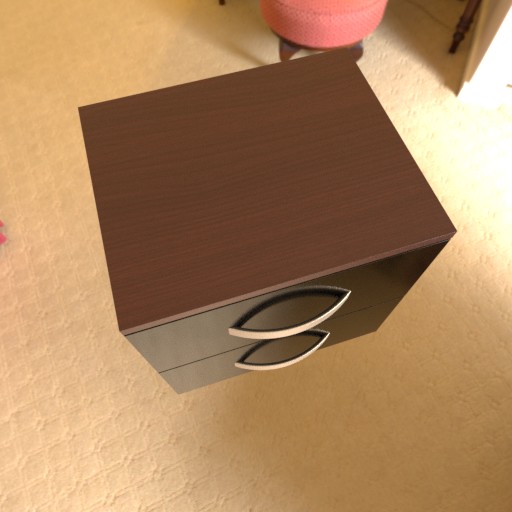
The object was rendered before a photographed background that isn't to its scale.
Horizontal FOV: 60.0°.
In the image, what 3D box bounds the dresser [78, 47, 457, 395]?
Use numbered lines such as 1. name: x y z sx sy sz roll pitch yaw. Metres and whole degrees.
1. dresser: 0.000 0.000 0.769 0.400 0.470 0.360 -16 64 -8
